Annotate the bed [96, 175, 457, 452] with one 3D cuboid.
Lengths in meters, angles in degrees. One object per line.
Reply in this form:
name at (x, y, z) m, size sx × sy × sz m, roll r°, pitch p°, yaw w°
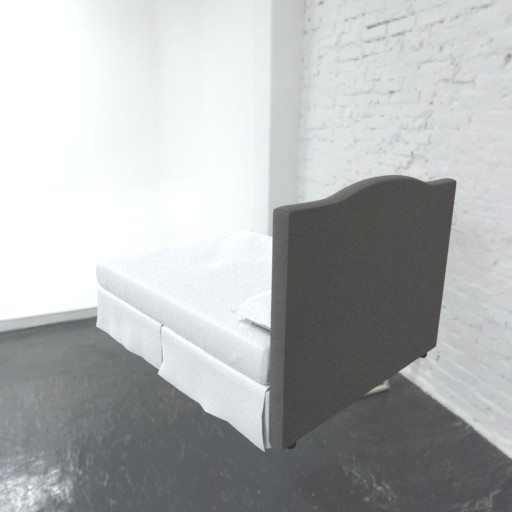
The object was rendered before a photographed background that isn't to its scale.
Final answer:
bed at (0.000, 0.000, 3.506) m, size 1.821 × 1.436 × 2.282 m, roll -15°, pitch 22°, yaw -40°
